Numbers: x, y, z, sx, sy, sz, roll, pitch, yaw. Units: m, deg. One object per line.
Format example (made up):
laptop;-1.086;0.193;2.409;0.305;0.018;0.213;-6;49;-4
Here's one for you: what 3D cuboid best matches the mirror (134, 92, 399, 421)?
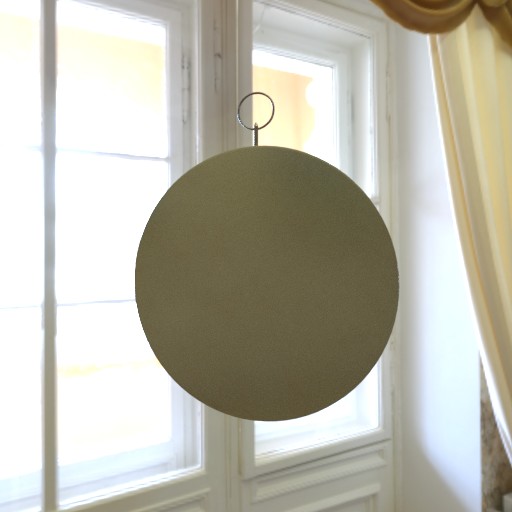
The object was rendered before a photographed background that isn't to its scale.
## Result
mirror;0.000;0.000;0.965;0.594;0.713;0.020;0;0;17
